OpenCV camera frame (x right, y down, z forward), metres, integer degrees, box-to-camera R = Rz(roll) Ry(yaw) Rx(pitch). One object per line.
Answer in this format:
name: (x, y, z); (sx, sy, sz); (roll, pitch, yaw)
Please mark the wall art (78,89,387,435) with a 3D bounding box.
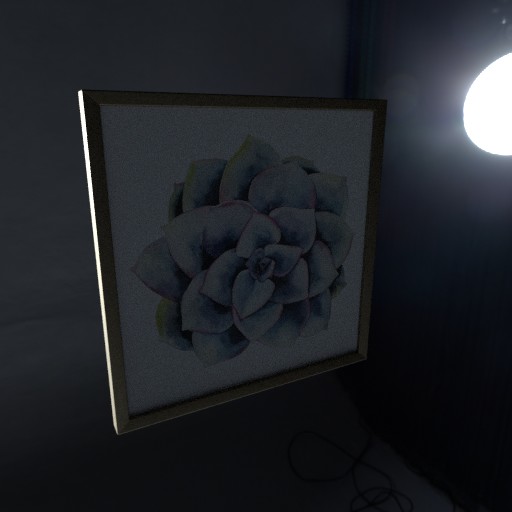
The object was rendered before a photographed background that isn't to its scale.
wall art: (0.000, 0.000, 0.744); (0.503, 0.506, 0.030); (-9, 19, -27)
